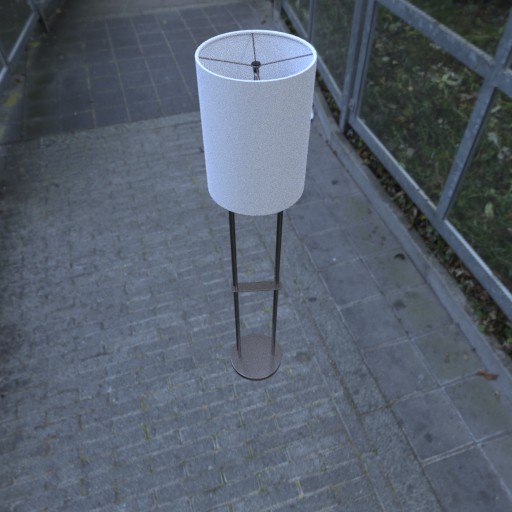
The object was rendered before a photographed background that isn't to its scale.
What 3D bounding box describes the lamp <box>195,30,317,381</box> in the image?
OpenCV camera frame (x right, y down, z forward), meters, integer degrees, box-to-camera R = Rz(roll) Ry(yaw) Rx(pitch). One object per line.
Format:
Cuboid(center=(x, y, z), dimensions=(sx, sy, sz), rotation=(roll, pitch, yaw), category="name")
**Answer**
Cuboid(center=(0.000, 0.000, 1.663), dimensions=(0.306, 1.500, 0.305), rotation=(-3, 47, -3), category="lamp")
